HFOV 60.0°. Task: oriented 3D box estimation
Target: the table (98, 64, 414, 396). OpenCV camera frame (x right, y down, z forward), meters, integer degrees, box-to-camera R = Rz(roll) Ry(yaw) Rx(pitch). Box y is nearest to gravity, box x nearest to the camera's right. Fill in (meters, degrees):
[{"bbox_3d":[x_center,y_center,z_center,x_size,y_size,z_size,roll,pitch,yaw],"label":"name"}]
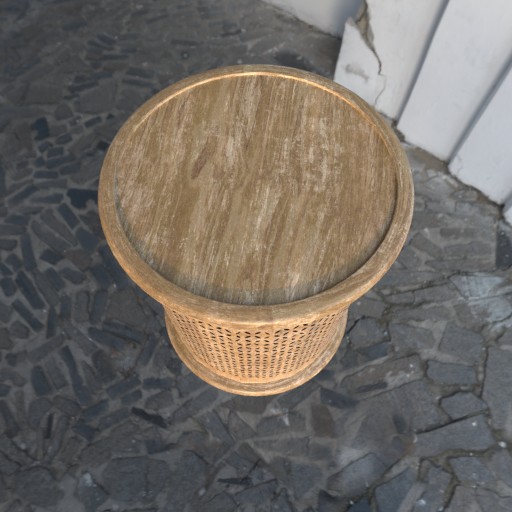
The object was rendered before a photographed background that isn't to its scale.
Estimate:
[{"bbox_3d":[0.000,0.000,0.784,0.407,0.482,0.407,0,64,0],"label":"table"}]
